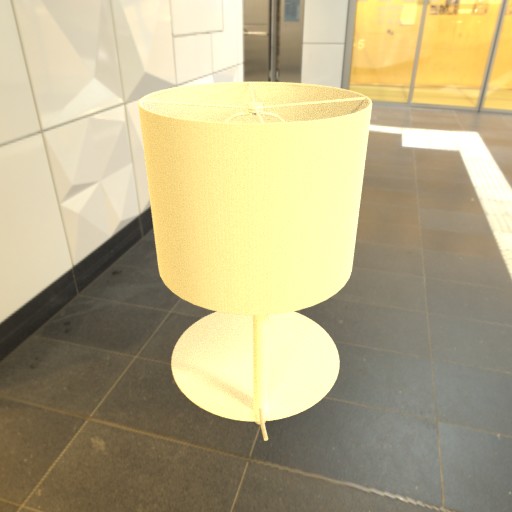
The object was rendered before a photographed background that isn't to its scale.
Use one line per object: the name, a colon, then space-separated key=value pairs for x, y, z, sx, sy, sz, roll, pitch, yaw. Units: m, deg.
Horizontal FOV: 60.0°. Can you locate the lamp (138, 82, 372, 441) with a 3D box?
lamp: x=0.000 y=0.000 z=0.676 sx=0.299 sy=0.454 sz=0.341 roll=-2 pitch=29 yaw=-3
